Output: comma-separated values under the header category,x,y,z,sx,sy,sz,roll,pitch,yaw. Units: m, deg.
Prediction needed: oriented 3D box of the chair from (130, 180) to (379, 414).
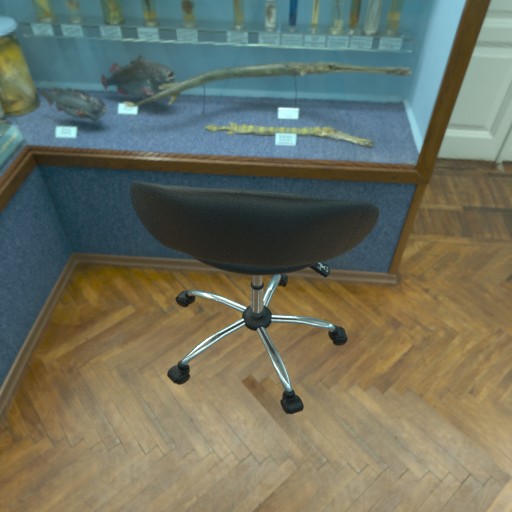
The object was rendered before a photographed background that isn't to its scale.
category,x,y,z,sx,sy,sz,roll,pitch,yaw
chair,0.000,0.000,1.228,0.612,0.791,0.538,5,46,5
